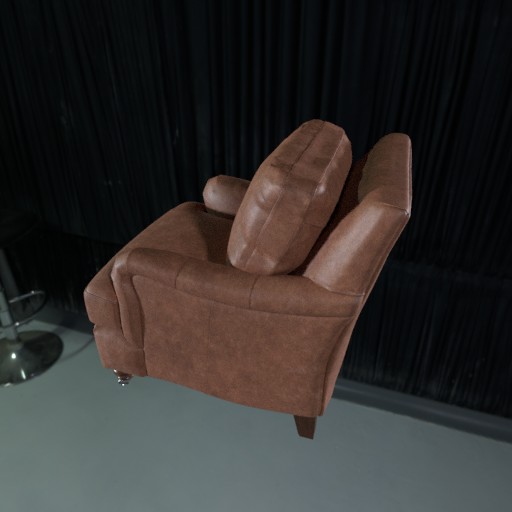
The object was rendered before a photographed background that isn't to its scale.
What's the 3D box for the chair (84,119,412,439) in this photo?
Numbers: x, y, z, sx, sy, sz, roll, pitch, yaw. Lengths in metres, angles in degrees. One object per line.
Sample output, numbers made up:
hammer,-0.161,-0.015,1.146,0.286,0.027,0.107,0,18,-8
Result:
chair,0.000,0.000,1.935,1.158,1.055,0.986,8,30,15
